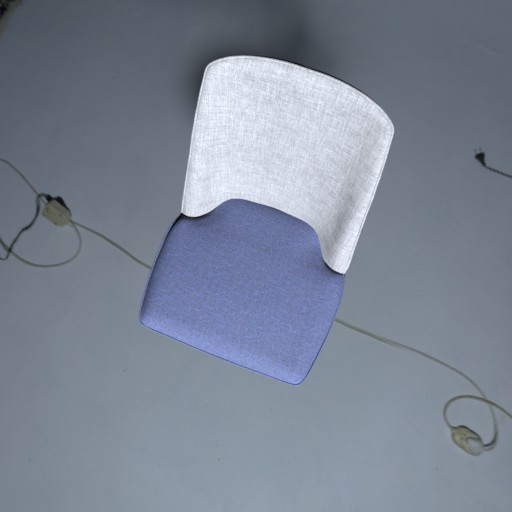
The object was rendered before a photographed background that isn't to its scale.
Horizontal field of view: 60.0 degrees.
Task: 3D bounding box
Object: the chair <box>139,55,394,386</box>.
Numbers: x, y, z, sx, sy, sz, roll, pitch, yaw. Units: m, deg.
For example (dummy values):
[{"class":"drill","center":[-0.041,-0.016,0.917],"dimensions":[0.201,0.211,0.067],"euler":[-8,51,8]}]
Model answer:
[{"class":"chair","center":[0.000,0.000,1.148],"dimensions":[0.488,0.855,0.550],"euler":[20,77,5]}]
